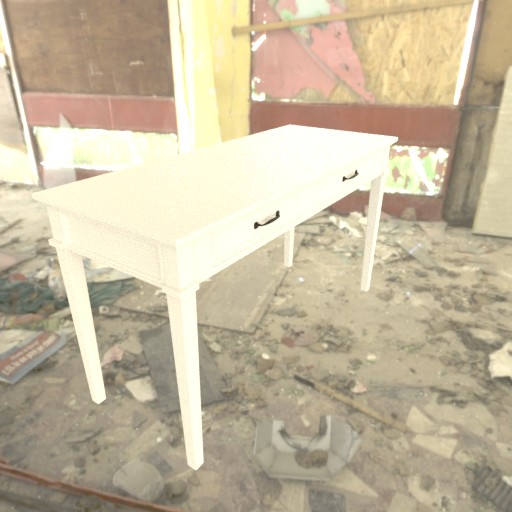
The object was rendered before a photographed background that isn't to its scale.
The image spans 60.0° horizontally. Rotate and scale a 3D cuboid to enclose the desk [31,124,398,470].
[{"bbox_3d":[0.000,0.000,1.758,0.559,0.774,1.372,17,31,31],"label":"desk"}]
